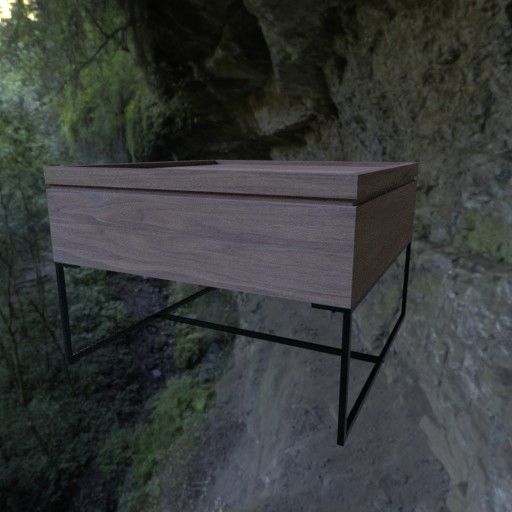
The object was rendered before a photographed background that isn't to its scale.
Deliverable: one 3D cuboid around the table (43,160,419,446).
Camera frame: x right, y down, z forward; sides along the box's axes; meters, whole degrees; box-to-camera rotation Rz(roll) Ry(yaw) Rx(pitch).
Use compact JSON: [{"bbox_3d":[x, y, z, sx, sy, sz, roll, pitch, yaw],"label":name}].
[{"bbox_3d":[0.000,0.000,1.145,0.679,0.464,0.676,7,15,26],"label":"table"}]
